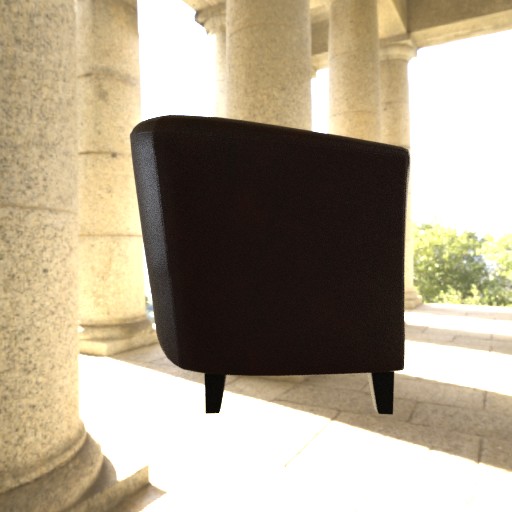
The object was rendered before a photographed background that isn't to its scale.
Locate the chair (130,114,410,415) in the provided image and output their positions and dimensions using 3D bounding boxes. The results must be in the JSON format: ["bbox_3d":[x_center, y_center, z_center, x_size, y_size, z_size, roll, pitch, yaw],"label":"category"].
[{"bbox_3d":[0.000,0.000,1.392,0.727,0.756,0.792,0,1,0],"label":"chair"}]
